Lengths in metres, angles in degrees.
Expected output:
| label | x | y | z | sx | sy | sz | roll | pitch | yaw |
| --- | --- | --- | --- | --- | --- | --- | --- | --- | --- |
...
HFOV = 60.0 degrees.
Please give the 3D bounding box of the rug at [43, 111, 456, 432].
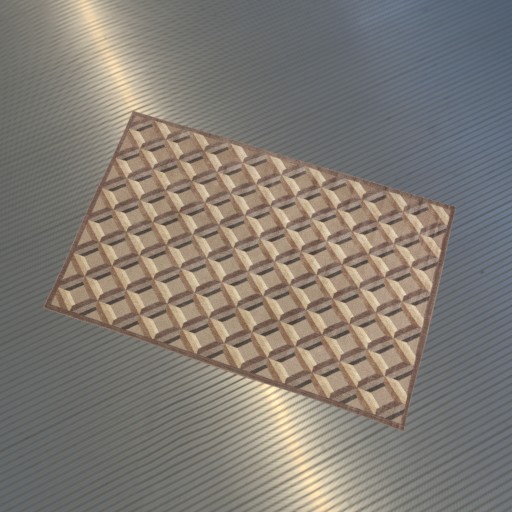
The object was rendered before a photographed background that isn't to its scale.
| label | x | y | z | sx | sy | sz | roll | pitch | yaw |
| --- | --- | --- | --- | --- | --- | --- | --- | --- | --- |
| rug | 0.000 | 0.000 | 2.064 | 1.677 | 0.011 | 1.066 | 18 | 76 | 5 |
